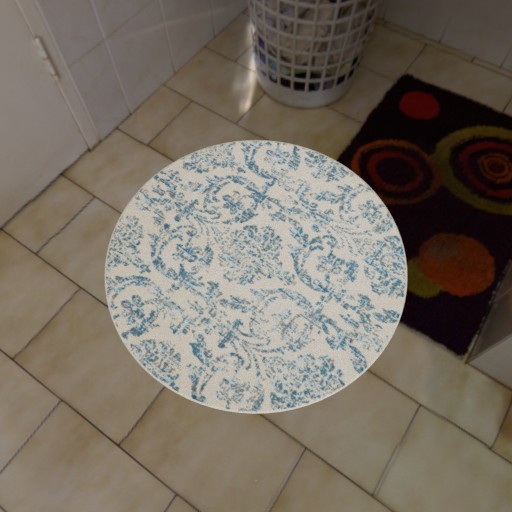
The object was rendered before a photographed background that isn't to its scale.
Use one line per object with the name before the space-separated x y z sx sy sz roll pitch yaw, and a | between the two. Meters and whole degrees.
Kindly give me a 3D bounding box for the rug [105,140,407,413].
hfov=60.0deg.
rug | 0.000 0.000 2.358 1.593 0.012 1.593 0 63 0
